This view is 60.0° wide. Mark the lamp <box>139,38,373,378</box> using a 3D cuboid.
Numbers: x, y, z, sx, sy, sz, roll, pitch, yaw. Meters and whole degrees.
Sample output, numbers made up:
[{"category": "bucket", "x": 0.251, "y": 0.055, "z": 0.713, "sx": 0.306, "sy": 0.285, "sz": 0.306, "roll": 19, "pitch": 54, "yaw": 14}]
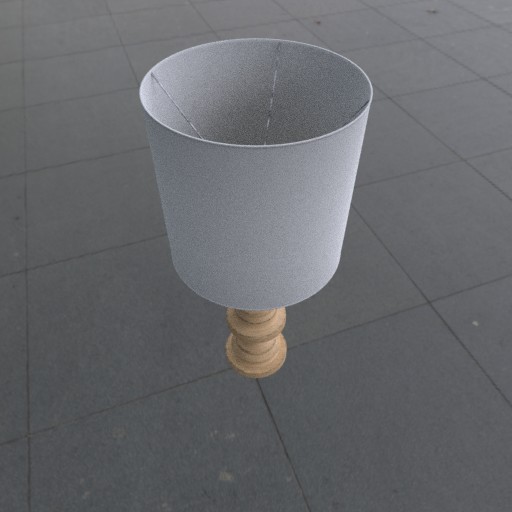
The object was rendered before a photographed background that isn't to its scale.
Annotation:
[{"category": "lamp", "x": 0.000, "y": 0.000, "z": 0.567, "sx": 0.208, "sy": 0.455, "sz": 0.208, "roll": -4, "pitch": 47, "yaw": -4}]
